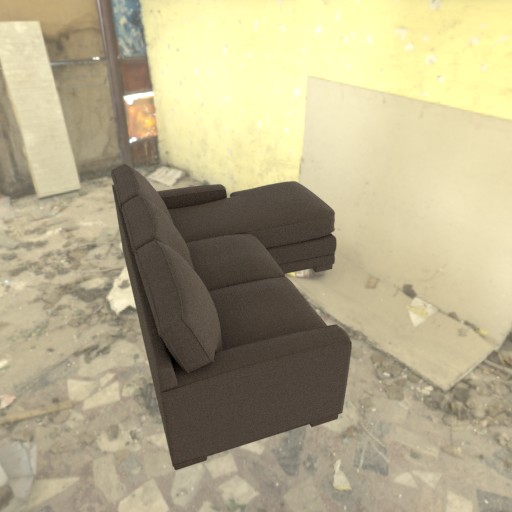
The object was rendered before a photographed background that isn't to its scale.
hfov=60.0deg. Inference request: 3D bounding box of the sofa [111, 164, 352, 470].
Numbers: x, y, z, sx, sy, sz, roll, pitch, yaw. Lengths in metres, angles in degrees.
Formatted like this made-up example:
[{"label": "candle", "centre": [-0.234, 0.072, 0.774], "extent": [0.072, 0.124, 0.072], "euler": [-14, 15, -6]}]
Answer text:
[{"label": "sofa", "centre": [0.000, 0.000, 3.266], "extent": [1.790, 0.973, 2.370], "euler": [-11, 32, -17]}]
